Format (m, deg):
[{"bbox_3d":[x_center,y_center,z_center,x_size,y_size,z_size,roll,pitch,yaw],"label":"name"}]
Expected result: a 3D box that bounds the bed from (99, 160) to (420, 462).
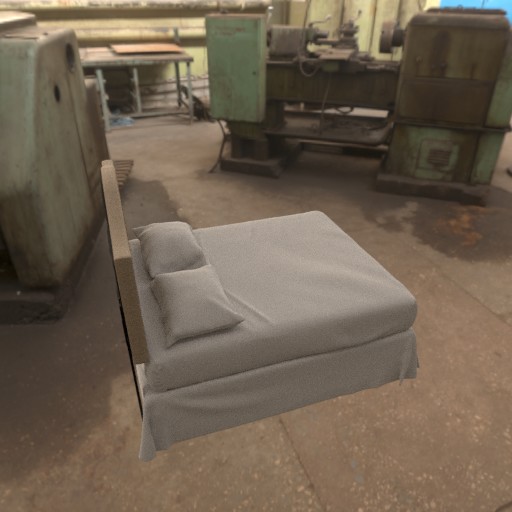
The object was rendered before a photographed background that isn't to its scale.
[{"bbox_3d":[0.000,0.000,3.499,2.221,1.645,1.876,-10,33,-16],"label":"bed"}]
